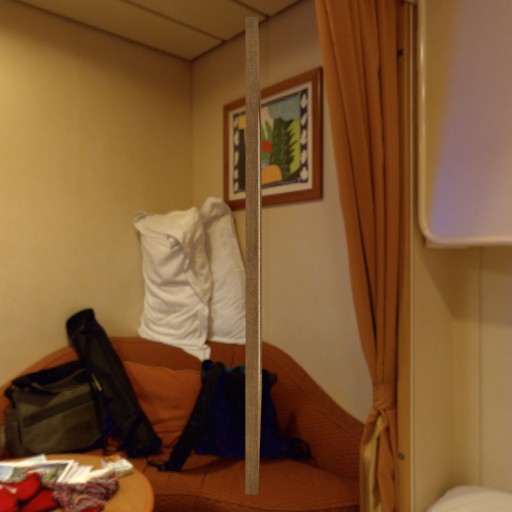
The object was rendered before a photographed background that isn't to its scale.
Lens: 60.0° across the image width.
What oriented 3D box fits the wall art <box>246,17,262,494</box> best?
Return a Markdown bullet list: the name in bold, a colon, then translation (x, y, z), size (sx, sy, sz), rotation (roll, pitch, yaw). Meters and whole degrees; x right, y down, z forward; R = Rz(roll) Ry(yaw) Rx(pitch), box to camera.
- **wall art**: translation (0.000, 0.000, 0.903), size (0.018, 0.686, 0.534), rotation (0, 0, 1)
